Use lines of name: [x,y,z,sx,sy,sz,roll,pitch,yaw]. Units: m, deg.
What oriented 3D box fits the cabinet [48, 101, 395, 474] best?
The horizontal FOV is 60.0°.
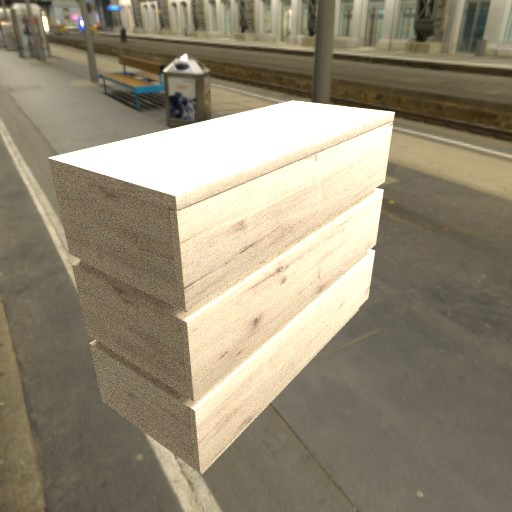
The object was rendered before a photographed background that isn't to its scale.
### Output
cabinet: [0.000,0.000,1.471,0.420,0.820,1.040,19,34,32]
